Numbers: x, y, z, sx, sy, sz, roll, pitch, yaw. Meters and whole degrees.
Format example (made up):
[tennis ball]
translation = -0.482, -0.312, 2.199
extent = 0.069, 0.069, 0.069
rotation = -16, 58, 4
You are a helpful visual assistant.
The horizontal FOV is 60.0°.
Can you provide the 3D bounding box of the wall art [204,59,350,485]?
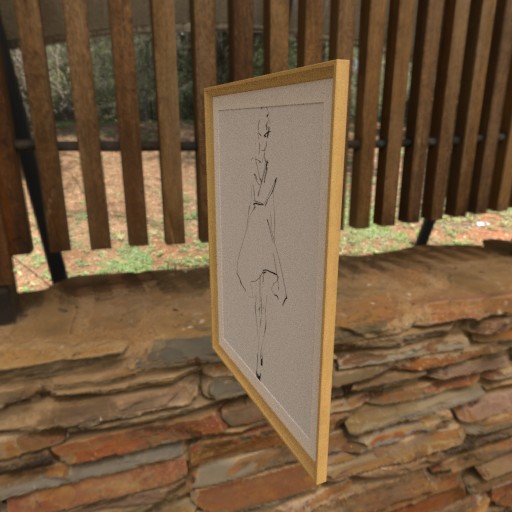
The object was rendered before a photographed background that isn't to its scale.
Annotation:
[wall art]
translation = 0.000, 0.000, 1.341
extent = 0.030, 1.002, 0.798
rotation = -8, 18, -24
